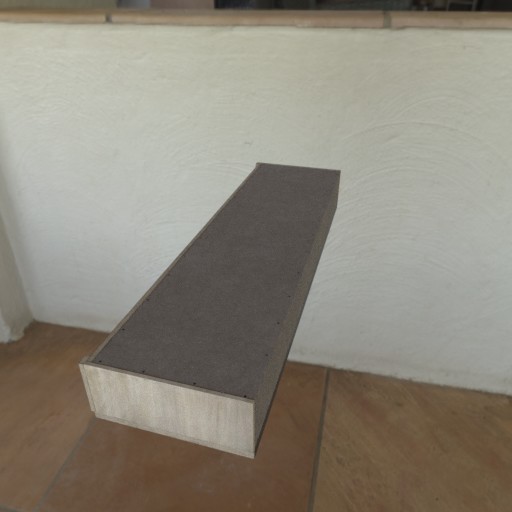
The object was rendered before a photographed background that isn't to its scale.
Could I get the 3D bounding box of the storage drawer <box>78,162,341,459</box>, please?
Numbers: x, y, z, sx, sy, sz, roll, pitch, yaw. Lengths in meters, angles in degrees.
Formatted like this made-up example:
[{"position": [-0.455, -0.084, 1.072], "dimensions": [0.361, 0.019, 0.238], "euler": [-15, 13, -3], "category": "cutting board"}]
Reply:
[{"position": [0.000, 0.000, 2.286], "dimensions": [0.591, 0.274, 2.072], "euler": [8, 32, 14], "category": "storage drawer"}]
